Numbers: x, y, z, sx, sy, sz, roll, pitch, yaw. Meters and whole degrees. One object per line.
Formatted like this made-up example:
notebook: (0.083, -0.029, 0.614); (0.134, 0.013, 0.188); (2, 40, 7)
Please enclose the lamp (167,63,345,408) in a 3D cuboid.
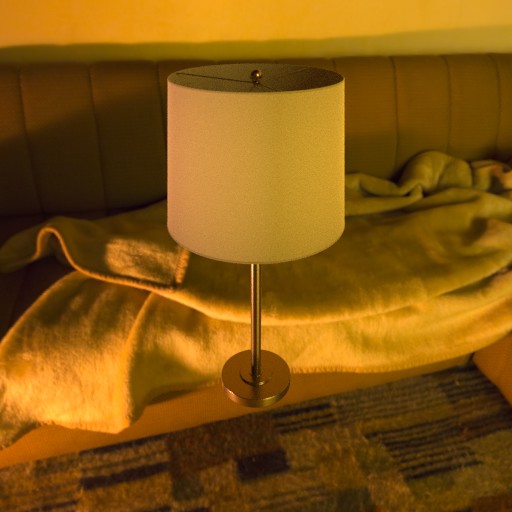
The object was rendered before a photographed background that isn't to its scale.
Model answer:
lamp: (0.000, 0.000, 0.886); (0.333, 0.696, 0.333); (0, 31, 0)
